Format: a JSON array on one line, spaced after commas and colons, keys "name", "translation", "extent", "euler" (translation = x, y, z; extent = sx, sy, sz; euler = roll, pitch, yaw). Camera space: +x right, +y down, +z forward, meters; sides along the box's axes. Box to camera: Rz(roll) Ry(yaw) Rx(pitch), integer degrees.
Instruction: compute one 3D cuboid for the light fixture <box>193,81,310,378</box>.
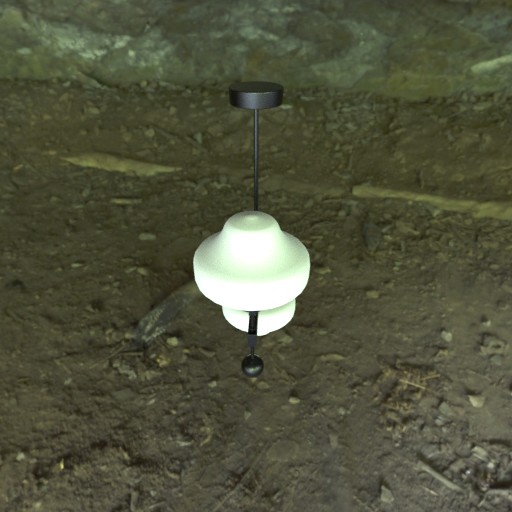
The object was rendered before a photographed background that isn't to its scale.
[{"name": "light fixture", "translation": [0.000, 0.000, 1.020], "extent": [0.422, 0.743, 0.489], "euler": [-20, 37, -29]}]
